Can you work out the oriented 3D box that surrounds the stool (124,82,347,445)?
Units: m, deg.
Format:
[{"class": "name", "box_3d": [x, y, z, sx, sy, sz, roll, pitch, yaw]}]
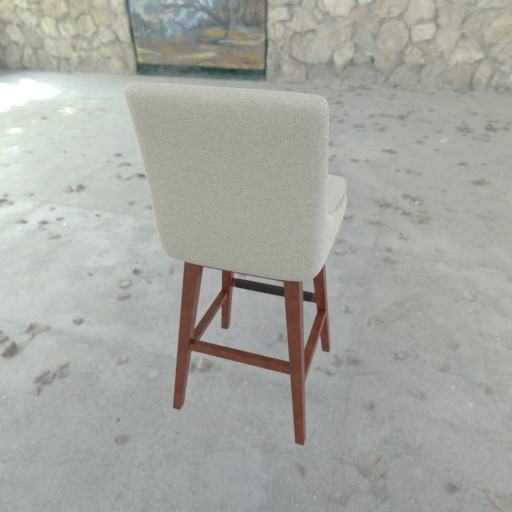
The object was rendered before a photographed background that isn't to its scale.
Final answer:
[{"class": "stool", "box_3d": [0.000, 0.000, 1.381, 0.470, 1.092, 0.559, 10, 33, 16]}]
